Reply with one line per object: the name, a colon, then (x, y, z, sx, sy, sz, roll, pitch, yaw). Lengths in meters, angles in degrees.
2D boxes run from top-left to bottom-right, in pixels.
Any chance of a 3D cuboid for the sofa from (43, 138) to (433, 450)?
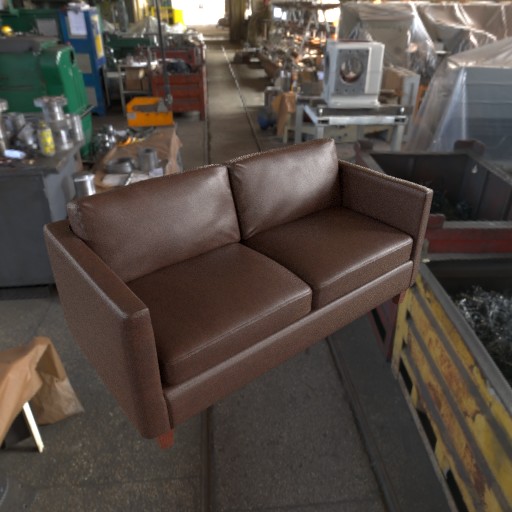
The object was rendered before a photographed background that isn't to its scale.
sofa: (0.000, 0.000, 2.428, 1.883, 0.933, 0.951, -22, 36, -33)
